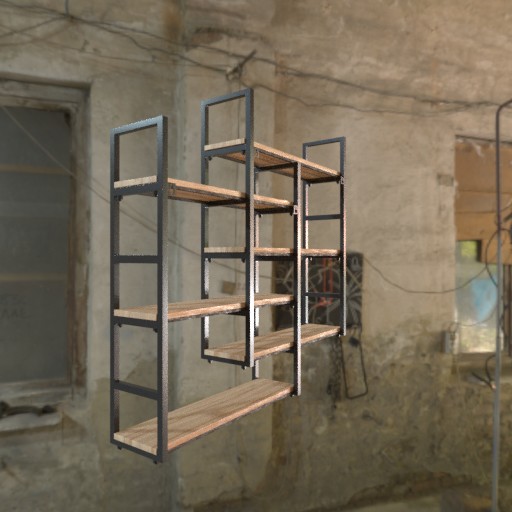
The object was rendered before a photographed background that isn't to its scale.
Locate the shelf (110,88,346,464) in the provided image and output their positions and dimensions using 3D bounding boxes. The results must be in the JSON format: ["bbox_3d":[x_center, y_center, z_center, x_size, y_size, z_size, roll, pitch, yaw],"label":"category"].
[{"bbox_3d":[0.000,0.000,1.391,0.183,0.921,0.946,0,0,36],"label":"shelf"}]
